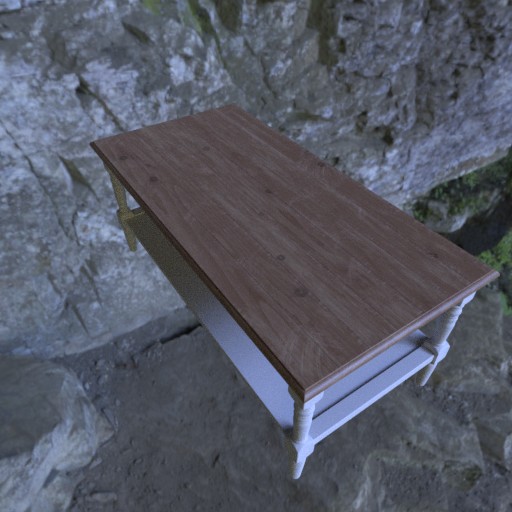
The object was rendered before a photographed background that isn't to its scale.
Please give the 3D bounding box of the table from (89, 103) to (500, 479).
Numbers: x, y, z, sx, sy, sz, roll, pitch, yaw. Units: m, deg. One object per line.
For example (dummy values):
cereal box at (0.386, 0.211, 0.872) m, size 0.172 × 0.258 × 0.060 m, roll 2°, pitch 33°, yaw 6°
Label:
table at (0.000, 0.000, 1.361) m, size 0.559 × 0.458 × 1.118 m, roll -24°, pitch 47°, yaw -25°
